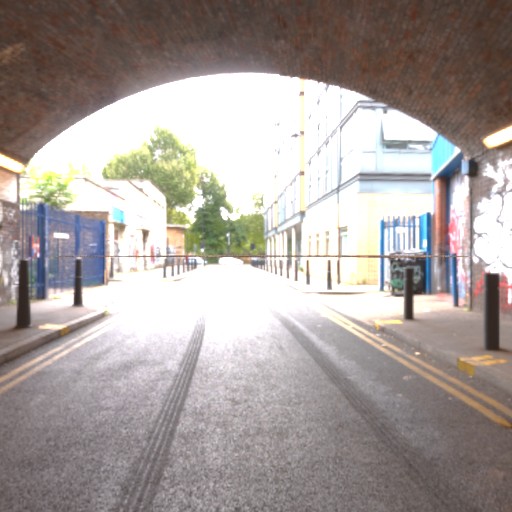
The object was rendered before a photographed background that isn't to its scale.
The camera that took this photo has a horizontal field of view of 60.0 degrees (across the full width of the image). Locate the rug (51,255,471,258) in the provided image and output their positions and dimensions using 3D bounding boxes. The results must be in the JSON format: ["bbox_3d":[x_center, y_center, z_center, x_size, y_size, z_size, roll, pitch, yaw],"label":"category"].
[{"bbox_3d":[0.000,0.000,2.190,1.754,0.010,1.148,0,0,36],"label":"rug"}]
